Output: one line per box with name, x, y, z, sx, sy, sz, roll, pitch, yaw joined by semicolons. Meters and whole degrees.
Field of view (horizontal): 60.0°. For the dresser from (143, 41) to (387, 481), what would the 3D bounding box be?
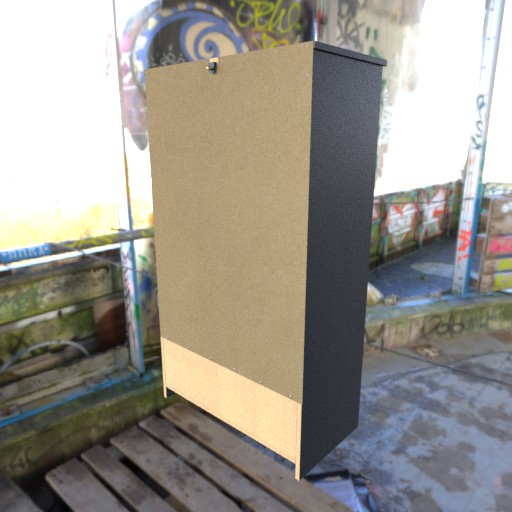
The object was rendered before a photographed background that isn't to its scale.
dresser;0.000;0.000;1.568;0.704;1.254;0.418;13;20;40
